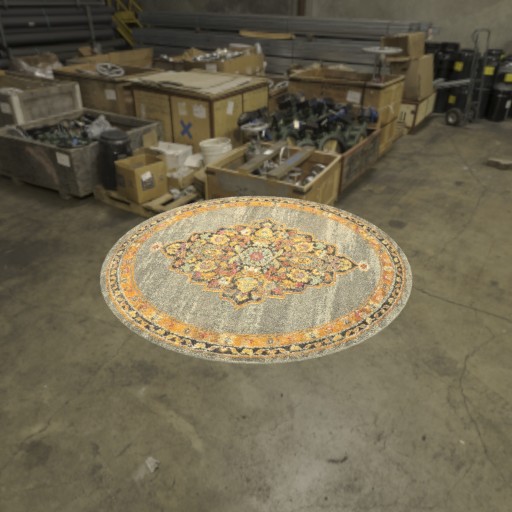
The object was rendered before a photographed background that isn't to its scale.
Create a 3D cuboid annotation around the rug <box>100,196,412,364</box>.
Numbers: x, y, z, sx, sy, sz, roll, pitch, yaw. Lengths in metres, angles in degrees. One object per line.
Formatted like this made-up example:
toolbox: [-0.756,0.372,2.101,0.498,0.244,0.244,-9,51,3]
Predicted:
rug: [0.000,0.000,2.368,1.598,0.010,1.598,0,31,0]
